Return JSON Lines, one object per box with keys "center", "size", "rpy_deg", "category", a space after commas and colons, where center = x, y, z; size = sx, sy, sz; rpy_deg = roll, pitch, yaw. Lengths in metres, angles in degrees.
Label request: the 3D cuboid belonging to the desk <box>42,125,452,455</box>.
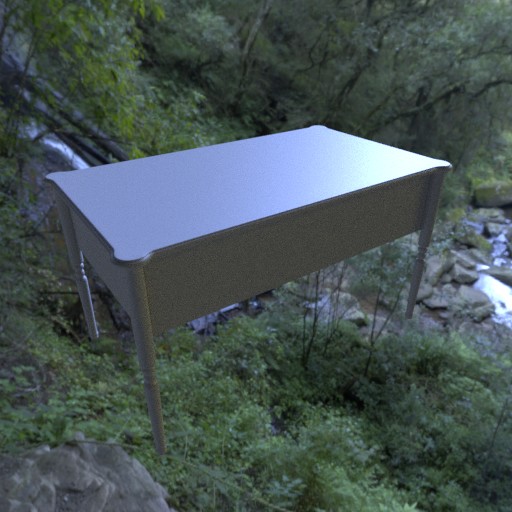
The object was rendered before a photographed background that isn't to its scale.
{"center": [0.000, 0.000, 1.871], "size": [1.380, 0.762, 0.807], "rpy_deg": [-19, 35, -30], "category": "desk"}
